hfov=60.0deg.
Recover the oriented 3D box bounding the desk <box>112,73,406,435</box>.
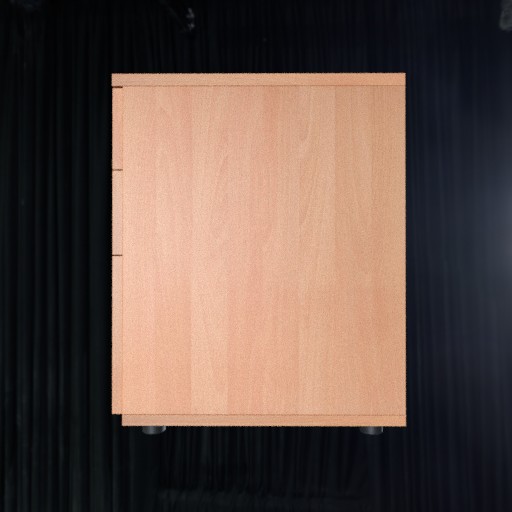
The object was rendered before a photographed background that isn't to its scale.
[{"bbox_3d":[0.000,0.000,1.088,0.600,0.730,0.404,0,0,0],"label":"desk"}]
